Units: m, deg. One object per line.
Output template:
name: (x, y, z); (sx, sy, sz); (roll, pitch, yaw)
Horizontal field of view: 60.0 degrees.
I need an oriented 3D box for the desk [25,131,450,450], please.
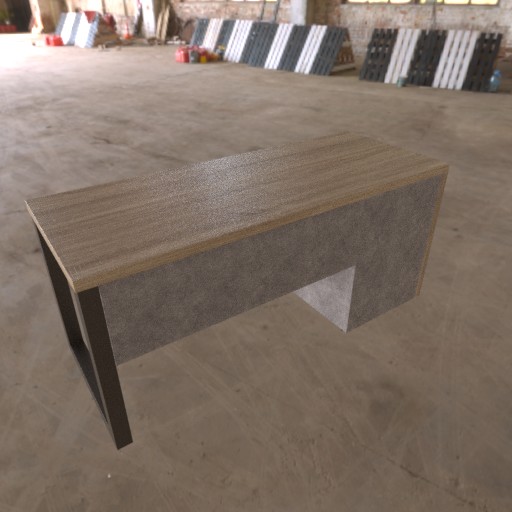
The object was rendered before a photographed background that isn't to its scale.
desk: (0.000, 0.000, 2.074); (1.700, 0.760, 0.690); (-20, 36, -29)
